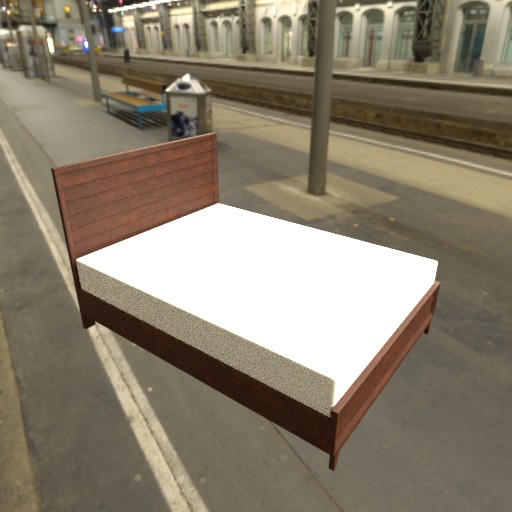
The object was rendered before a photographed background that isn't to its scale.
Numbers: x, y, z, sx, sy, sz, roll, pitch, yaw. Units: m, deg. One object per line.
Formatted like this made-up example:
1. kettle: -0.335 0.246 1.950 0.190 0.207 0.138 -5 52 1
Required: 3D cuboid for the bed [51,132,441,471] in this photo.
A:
1. bed: 0.000 0.000 3.179 2.184 1.270 1.600 18 31 33
